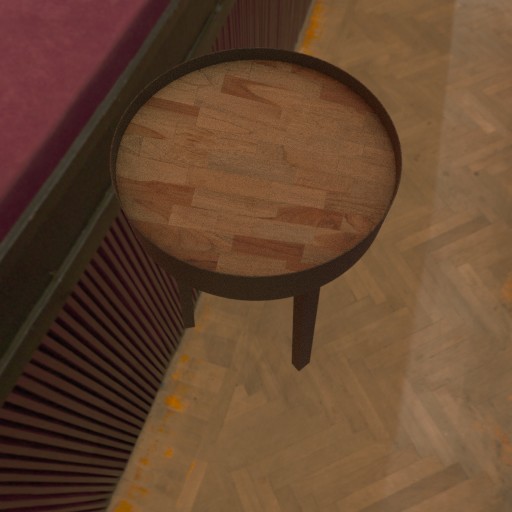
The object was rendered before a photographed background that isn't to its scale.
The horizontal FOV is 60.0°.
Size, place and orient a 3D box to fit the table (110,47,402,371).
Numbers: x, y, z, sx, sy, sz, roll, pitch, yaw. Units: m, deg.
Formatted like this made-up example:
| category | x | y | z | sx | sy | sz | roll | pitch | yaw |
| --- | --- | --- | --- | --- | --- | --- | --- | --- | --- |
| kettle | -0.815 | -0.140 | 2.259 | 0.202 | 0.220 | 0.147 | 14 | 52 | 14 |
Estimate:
| category | x | y | z | sx | sy | sz | roll | pitch | yaw |
| --- | --- | --- | --- | --- | --- | --- | --- | --- | --- |
| table | 0.000 | 0.000 | 0.928 | 0.406 | 0.686 | 0.406 | 19 | 65 | 10 |
